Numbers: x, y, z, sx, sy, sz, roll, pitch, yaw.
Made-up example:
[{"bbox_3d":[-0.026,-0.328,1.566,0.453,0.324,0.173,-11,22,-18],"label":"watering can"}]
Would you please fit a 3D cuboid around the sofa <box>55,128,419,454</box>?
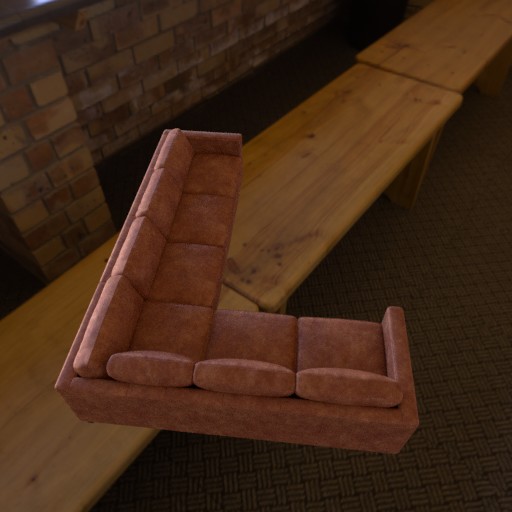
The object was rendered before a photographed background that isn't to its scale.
[{"bbox_3d":[0.000,0.000,4.157,2.438,0.838,3.150,4,49,4],"label":"sofa"}]
